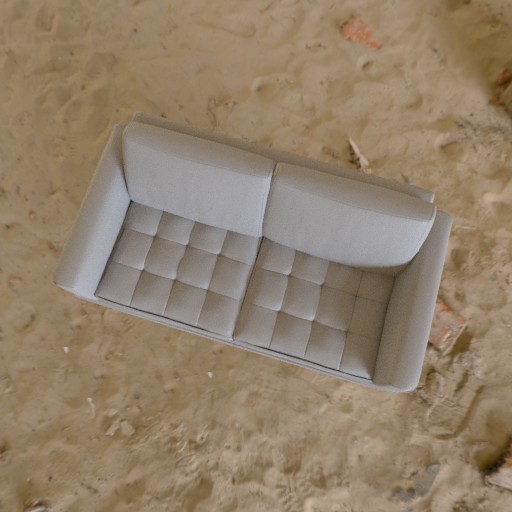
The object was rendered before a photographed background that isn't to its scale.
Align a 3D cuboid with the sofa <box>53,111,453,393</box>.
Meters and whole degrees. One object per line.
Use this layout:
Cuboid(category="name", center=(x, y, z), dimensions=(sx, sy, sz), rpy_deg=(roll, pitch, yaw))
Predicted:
Cuboid(category="sofa", center=(0.000, 0.000, 2.709), dimensions=(2.177, 0.930, 1.121), rpy_deg=(16, 77, 4))
